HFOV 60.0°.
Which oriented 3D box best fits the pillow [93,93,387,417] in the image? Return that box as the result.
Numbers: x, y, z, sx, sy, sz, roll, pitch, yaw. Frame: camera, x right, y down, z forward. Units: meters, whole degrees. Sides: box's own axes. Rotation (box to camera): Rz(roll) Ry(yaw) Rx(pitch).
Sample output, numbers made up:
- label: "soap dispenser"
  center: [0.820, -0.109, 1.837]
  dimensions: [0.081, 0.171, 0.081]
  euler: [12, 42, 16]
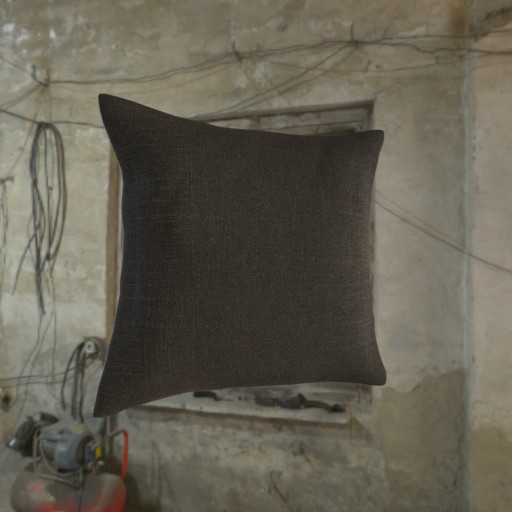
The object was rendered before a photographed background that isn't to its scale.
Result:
- label: "pillow"
  center: [0.000, 0.000, 0.682]
  dimensions: [0.468, 0.444, 0.138]
  euler: [0, -1, -19]
